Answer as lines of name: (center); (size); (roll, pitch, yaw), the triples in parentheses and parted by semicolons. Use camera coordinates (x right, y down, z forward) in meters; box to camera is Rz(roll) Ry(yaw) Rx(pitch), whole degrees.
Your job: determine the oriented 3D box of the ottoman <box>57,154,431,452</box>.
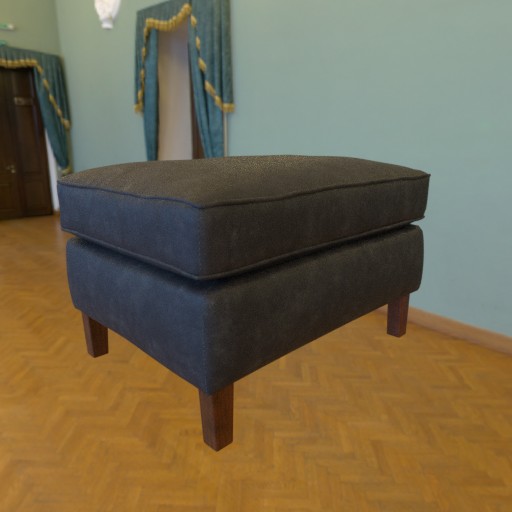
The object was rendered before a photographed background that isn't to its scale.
ottoman: (0.000, 0.000, 0.961); (0.665, 0.413, 0.501); (-14, 21, -42)
